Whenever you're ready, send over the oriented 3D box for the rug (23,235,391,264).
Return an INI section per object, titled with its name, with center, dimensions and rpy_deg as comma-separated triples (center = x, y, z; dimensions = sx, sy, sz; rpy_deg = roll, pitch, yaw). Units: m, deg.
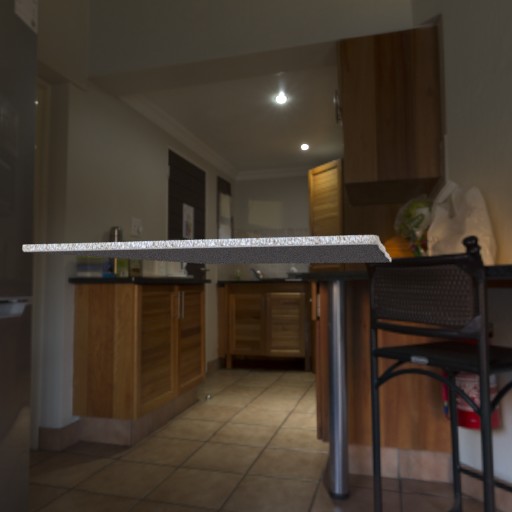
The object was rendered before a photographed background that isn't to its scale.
[rug]
center = 0.000, 0.000, 2.108
dimensions = 1.199, 0.025, 1.600
rpy_deg = -1, -3, 18
